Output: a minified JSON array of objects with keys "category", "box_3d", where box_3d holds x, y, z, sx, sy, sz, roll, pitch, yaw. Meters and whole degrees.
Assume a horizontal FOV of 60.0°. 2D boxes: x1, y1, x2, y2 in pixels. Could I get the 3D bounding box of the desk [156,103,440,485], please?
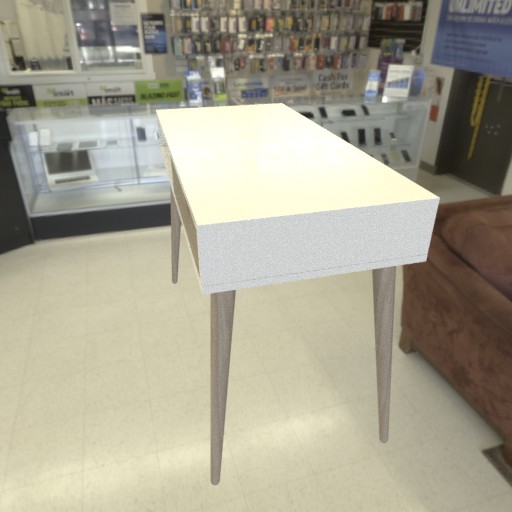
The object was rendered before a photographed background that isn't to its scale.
[{"category":"desk","box_3d":[0.000,0.000,1.389,0.491,0.723,0.979,-8,30,-13]}]
